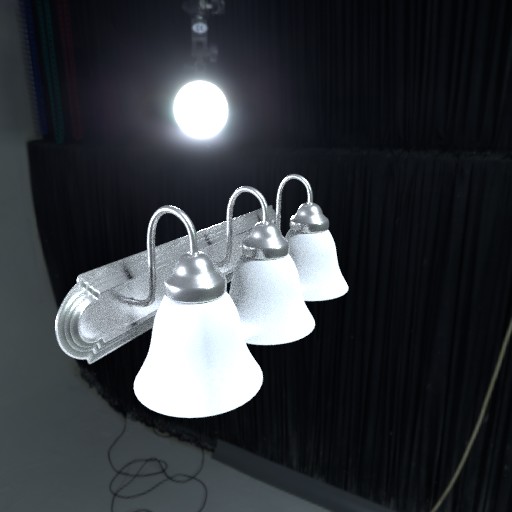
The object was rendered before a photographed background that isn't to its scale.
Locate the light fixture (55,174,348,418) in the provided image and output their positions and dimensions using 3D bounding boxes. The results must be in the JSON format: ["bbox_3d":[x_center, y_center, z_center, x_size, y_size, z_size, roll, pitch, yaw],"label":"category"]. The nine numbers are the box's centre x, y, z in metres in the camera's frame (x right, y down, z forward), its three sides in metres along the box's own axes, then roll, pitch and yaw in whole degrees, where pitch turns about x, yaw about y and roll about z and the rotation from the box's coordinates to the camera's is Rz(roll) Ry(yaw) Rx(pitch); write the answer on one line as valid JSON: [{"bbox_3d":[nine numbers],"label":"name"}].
[{"bbox_3d":[0.000,0.000,0.714,0.199,0.222,0.610,8,19,26],"label":"light fixture"}]
